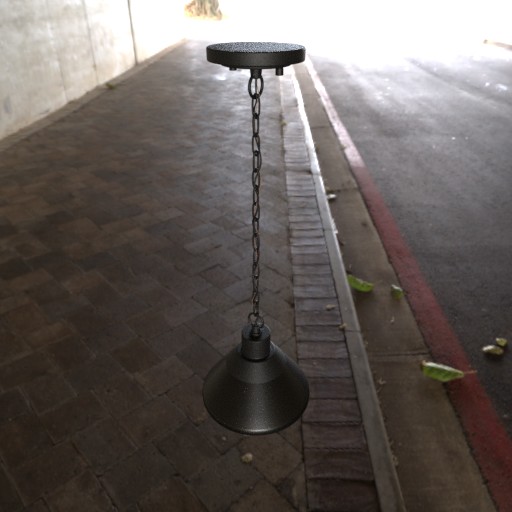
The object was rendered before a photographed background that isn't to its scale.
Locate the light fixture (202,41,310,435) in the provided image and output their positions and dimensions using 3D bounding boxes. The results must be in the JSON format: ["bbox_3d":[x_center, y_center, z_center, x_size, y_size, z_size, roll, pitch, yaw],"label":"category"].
[{"bbox_3d":[0.000,0.000,0.685,0.201,0.588,0.201,19,36,29],"label":"light fixture"}]
